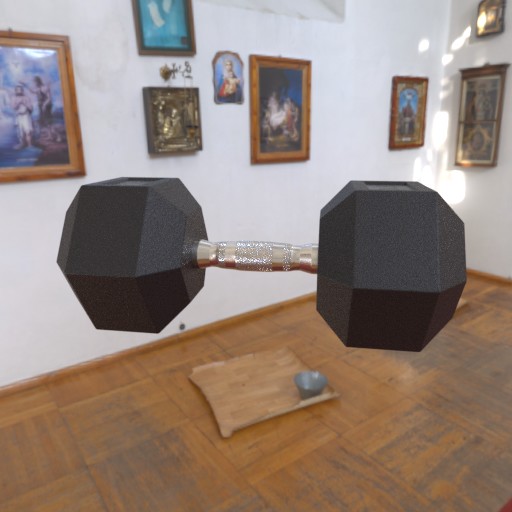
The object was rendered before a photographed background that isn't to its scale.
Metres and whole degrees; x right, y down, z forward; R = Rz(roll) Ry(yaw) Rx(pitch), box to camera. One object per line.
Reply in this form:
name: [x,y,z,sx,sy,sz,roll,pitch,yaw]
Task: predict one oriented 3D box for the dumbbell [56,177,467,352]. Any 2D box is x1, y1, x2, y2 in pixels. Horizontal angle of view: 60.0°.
dumbbell: [0.000,0.000,0.325,0.271,0.106,0.122,2,16,9]
